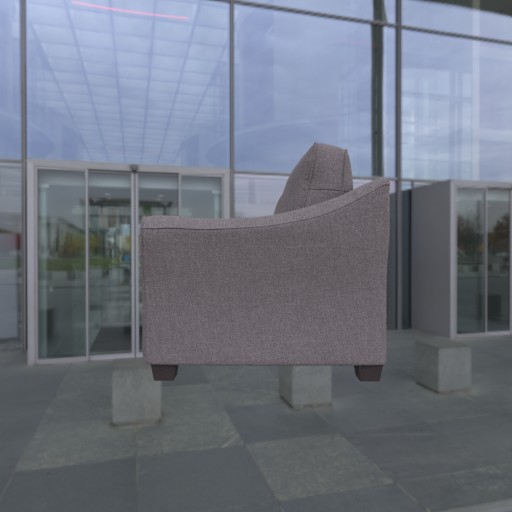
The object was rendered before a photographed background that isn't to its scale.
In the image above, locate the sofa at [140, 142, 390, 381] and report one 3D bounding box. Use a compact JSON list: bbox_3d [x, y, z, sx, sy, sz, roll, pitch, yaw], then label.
[{"bbox_3d":[0.000,0.000,2.749,1.013,0.976,2.203,0,0,0],"label":"sofa"}]
